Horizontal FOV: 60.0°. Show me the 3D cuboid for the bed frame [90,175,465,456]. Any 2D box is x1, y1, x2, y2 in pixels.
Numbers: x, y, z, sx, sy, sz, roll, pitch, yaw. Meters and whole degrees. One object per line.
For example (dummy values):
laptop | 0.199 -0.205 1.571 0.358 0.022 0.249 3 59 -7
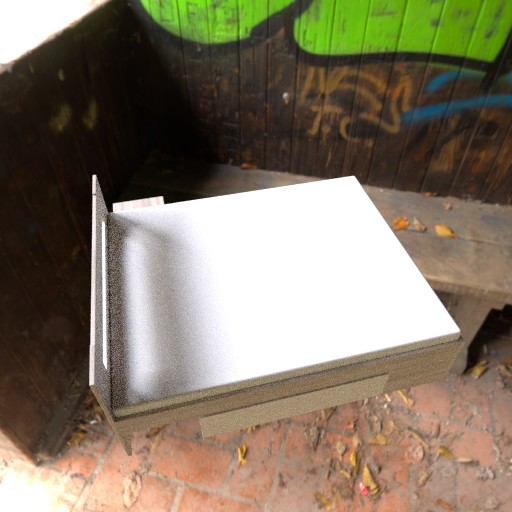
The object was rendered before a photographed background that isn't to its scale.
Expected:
bed frame | 0.000 0.000 3.166 2.050 0.860 2.040 -10 46 -10
